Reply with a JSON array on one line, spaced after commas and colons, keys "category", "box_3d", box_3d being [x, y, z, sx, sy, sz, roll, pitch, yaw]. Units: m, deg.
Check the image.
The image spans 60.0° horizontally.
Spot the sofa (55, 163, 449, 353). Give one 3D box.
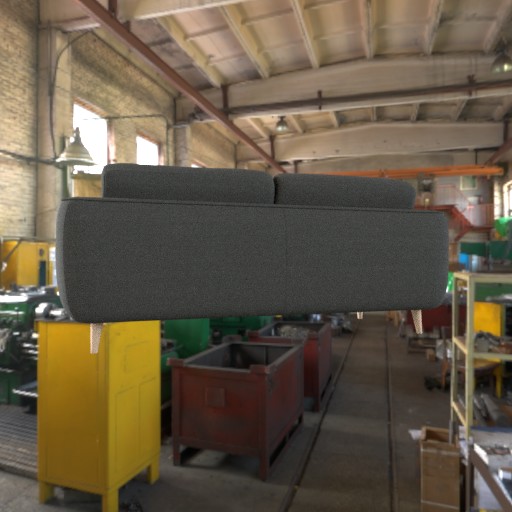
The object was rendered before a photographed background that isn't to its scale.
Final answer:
[{"category": "sofa", "box_3d": [0.000, 0.000, 2.480, 2.000, 0.850, 0.920, 0, 0, -17]}]
